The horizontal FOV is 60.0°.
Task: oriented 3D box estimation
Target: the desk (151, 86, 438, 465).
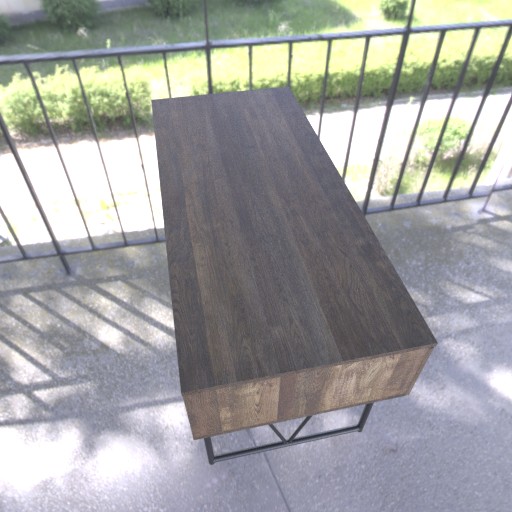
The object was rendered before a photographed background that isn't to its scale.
[{"bbox_3d":[0.000,0.000,2.002,0.730,0.780,1.600,-9,47,-8],"label":"desk"}]
